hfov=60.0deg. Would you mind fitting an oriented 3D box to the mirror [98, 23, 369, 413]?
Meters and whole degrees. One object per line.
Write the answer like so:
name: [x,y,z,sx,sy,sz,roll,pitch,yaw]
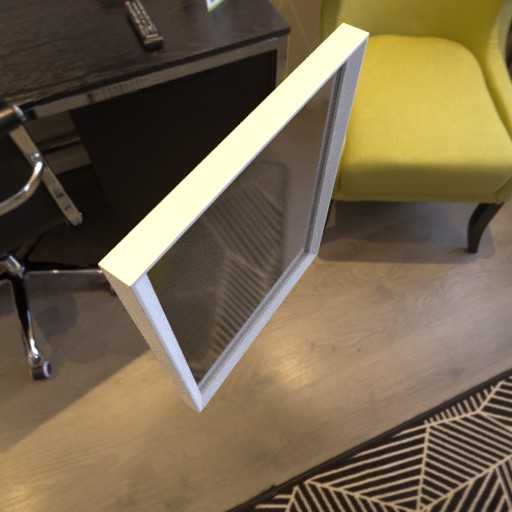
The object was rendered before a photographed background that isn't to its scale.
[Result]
mirror: [0.000,0.000,0.661,0.041,0.509,0.406,31,64,17]
